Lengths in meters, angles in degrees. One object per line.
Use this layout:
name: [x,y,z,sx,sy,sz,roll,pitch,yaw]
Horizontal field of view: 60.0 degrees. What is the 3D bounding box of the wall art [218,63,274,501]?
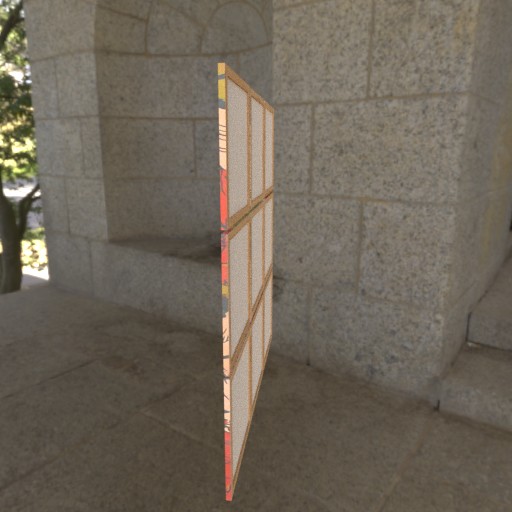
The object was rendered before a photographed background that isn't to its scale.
wall art: [0.000,0.000,1.323,0.013,0.913,0.904,2,14,8]
